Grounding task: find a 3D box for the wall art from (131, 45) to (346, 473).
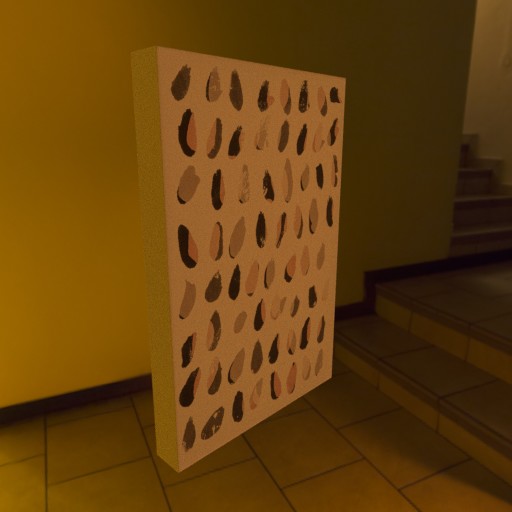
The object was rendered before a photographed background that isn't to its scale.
[{"bbox_3d":[0.000,0.000,0.481,0.039,0.381,0.252,14,20,43],"label":"wall art"}]
